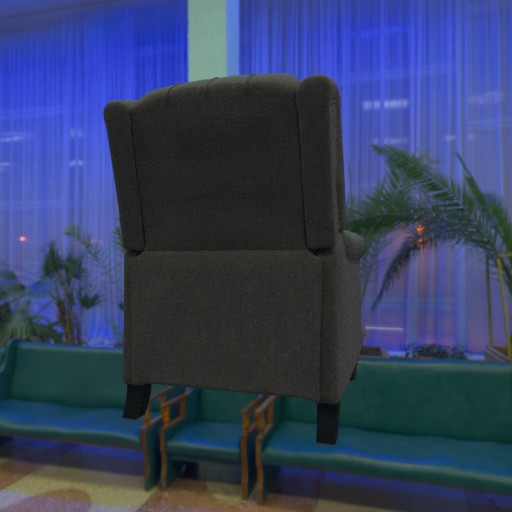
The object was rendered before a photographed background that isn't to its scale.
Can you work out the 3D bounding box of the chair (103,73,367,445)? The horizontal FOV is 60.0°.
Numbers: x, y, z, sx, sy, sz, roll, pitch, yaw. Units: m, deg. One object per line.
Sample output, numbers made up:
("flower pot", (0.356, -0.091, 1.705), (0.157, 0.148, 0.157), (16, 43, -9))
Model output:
("chair", (0.000, 0.000, 1.617), (0.742, 1.035, 0.898), (0, -1, 18))
